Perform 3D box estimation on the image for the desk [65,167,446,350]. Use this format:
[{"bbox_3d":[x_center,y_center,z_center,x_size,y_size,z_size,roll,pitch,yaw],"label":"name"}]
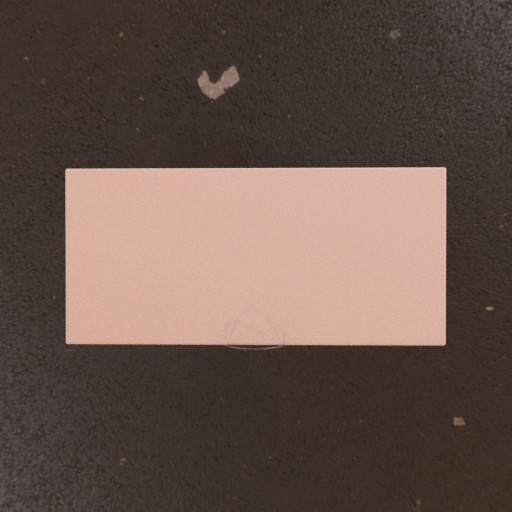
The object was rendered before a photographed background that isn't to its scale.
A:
[{"bbox_3d":[0.000,0.000,2.330,1.900,0.526,0.900,0,90,1],"label":"desk"}]
